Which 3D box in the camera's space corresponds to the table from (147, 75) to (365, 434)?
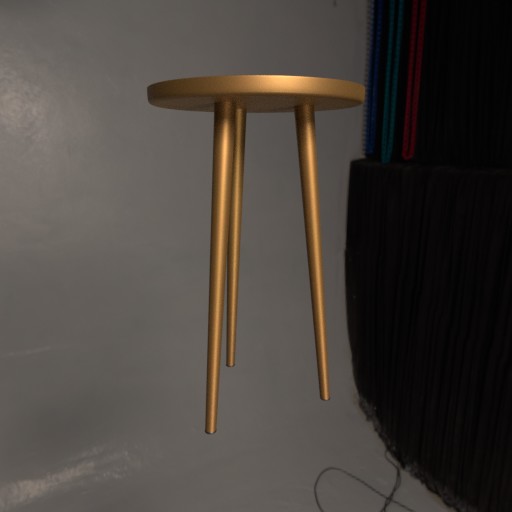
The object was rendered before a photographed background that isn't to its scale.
[{"bbox_3d":[0.000,0.000,0.683,0.299,0.480,0.299,-8,16,-27],"label":"table"}]
